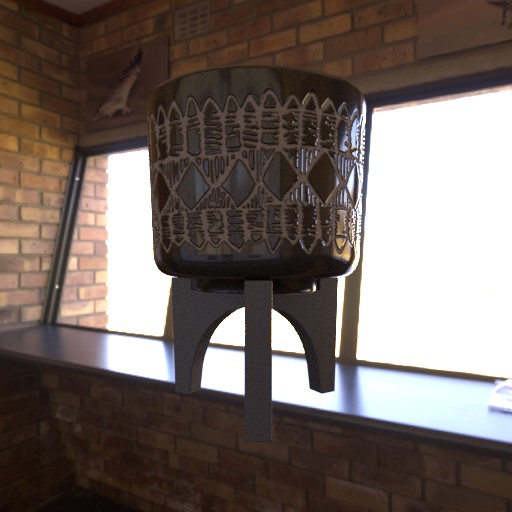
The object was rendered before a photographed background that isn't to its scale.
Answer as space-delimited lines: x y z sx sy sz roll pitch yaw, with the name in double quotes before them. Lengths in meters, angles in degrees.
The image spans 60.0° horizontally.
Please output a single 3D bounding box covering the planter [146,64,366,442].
"planter" 0.000 0.000 0.267 0.129 0.177 0.129 0 0 0
